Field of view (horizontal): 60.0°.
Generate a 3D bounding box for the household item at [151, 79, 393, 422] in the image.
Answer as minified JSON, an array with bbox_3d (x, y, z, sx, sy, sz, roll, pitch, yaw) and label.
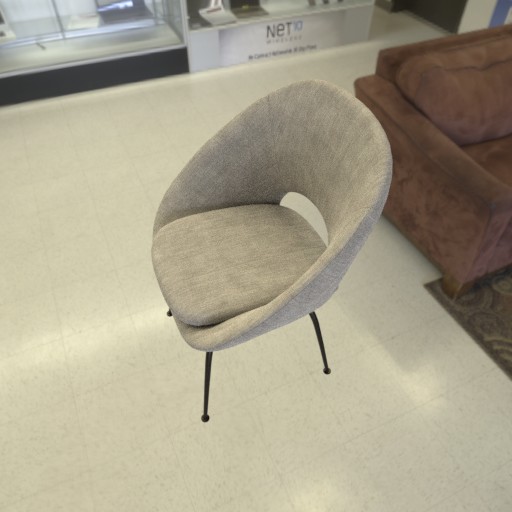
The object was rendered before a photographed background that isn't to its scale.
[{"bbox_3d":[0.000,0.000,1.312,0.587,0.869,0.643,-17,49,-15],"label":"household item"}]
